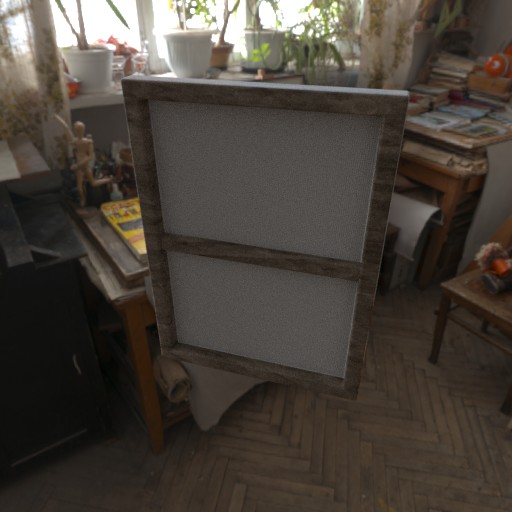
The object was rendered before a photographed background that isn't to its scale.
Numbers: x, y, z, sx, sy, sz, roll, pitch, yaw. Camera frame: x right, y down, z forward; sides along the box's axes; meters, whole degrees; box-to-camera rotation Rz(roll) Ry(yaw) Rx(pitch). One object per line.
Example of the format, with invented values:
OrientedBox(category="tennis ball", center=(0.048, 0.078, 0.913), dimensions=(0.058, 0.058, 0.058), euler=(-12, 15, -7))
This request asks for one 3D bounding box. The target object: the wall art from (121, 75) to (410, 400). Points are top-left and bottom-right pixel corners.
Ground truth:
OrientedBox(category="wall art", center=(0.000, 0.000, 0.823), dimensions=(0.443, 0.605, 0.035), euler=(9, 33, 14))
